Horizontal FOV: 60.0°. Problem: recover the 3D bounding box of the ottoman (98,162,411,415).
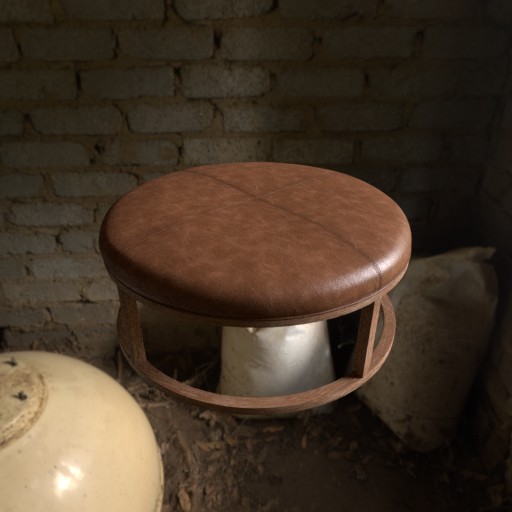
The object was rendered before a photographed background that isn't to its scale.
[{"bbox_3d":[0.000,0.000,1.546,1.006,0.445,1.006,0,30,0],"label":"ottoman"}]
